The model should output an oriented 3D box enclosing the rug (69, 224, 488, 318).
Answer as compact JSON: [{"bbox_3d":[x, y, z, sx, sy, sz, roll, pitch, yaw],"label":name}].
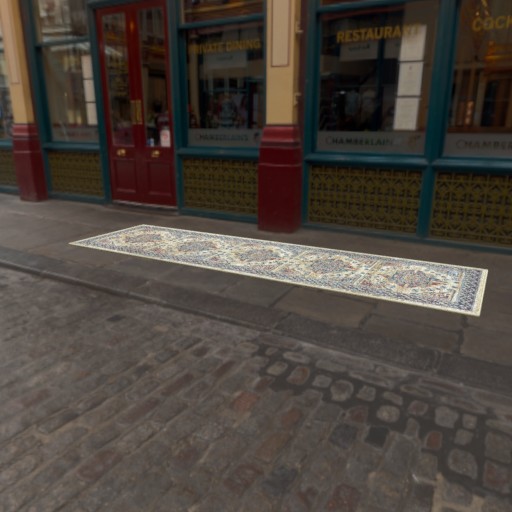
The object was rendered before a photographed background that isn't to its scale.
[{"bbox_3d":[0.000,0.000,2.485,2.297,0.013,0.661,9,18,28],"label":"rug"}]
